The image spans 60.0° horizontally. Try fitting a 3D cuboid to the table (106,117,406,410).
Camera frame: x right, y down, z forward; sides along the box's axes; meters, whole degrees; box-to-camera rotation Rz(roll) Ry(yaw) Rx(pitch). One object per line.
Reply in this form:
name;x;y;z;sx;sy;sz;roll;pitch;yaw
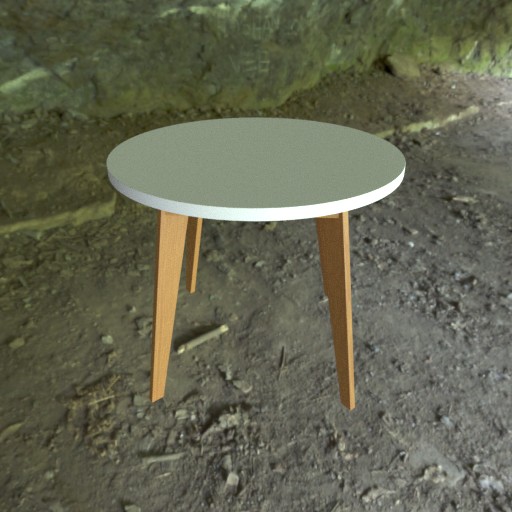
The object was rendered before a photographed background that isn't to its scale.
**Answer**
table;0.000;0.000;1.572;0.896;0.762;0.896;0;30;0
